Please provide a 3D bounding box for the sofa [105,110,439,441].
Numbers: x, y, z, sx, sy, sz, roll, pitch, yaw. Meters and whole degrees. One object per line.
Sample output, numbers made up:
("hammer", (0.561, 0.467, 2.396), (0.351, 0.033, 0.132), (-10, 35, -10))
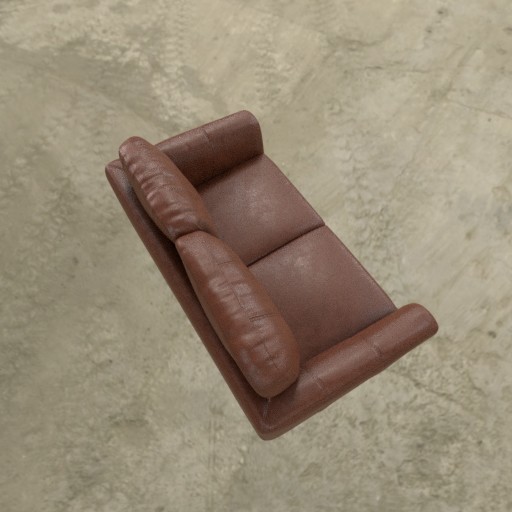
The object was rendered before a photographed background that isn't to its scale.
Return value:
("sofa", (0.000, 0.000, 1.973), (0.805, 0.906, 1.406), (-29, 64, -16))
